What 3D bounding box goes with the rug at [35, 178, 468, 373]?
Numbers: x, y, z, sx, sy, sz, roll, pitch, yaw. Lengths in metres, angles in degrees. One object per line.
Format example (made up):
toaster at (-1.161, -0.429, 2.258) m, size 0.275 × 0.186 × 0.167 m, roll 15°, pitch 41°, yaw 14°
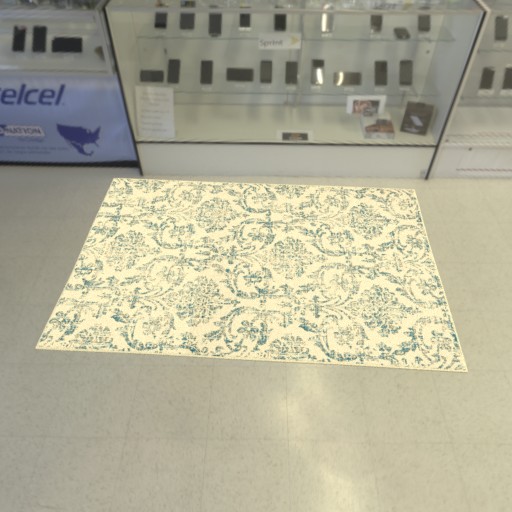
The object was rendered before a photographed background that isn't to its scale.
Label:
rug at (0.000, 0.000, 3.424) m, size 2.746 × 0.018 × 1.819 m, roll 3°, pitch 47°, yaw 2°
